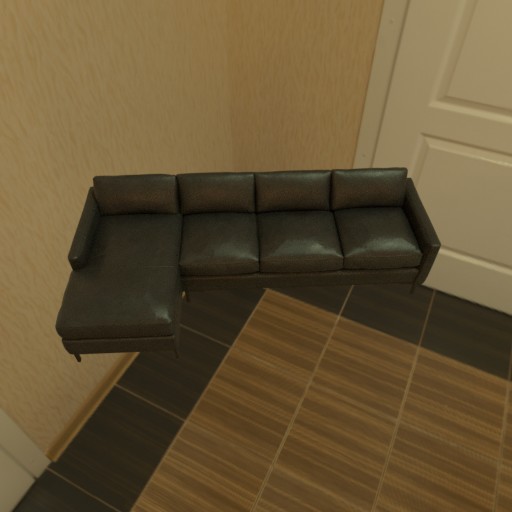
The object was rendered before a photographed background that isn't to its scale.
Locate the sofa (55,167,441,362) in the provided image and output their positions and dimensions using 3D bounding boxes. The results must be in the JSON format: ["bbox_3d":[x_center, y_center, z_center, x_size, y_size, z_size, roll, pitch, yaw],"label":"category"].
[{"bbox_3d":[0.000,0.000,3.751,2.993,0.859,1.471,-2,47,-2],"label":"sofa"}]
